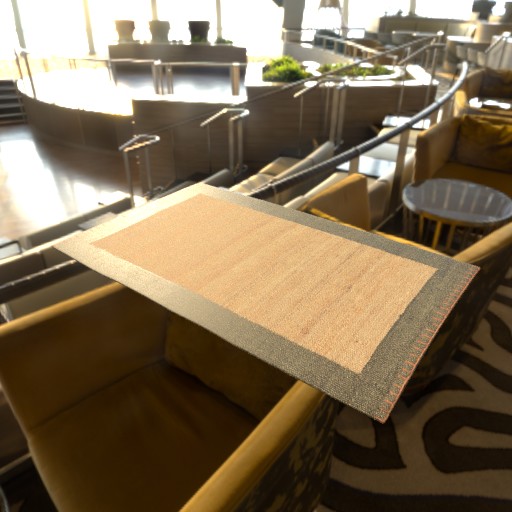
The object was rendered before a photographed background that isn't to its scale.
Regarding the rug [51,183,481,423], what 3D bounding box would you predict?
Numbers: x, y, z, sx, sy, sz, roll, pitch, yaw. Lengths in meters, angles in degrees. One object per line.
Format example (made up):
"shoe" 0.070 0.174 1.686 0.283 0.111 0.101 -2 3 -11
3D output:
"rug" 0.000 0.000 2.926 2.435 0.006 1.521 21 37 31
